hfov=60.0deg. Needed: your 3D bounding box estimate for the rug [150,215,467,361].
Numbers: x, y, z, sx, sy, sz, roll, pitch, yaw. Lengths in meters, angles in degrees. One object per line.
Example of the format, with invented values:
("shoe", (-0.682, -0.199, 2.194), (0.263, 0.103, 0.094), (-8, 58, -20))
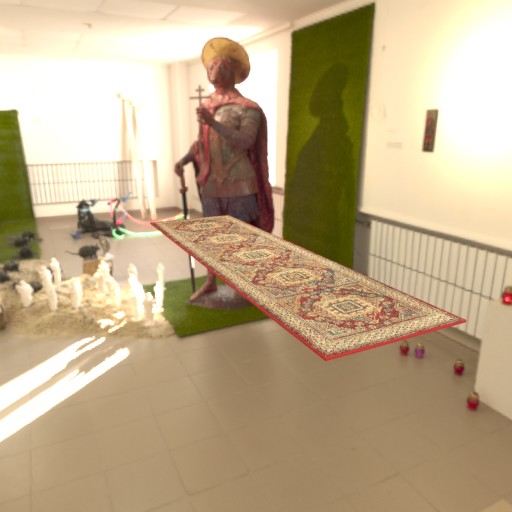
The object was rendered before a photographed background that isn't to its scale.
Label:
("rug", (0.000, 0.000, 2.539), (0.659, 0.015, 2.292), (-8, 18, -26))
